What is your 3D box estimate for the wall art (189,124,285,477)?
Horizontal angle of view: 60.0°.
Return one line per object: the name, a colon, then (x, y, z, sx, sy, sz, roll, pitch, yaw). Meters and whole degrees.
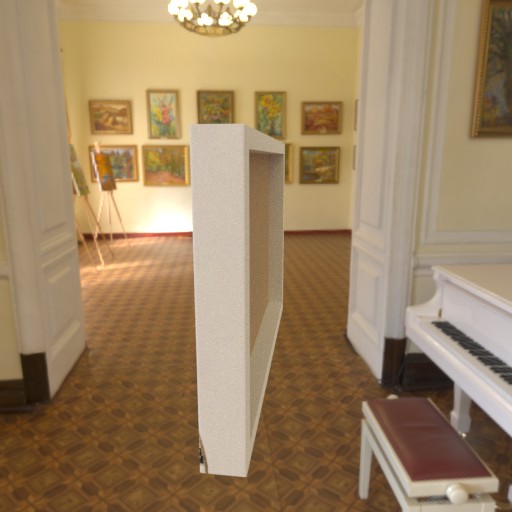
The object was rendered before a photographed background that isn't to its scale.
wall art: (0.000, 0.000, 0.492, 0.039, 0.254, 0.384, 2, 13, 8)
